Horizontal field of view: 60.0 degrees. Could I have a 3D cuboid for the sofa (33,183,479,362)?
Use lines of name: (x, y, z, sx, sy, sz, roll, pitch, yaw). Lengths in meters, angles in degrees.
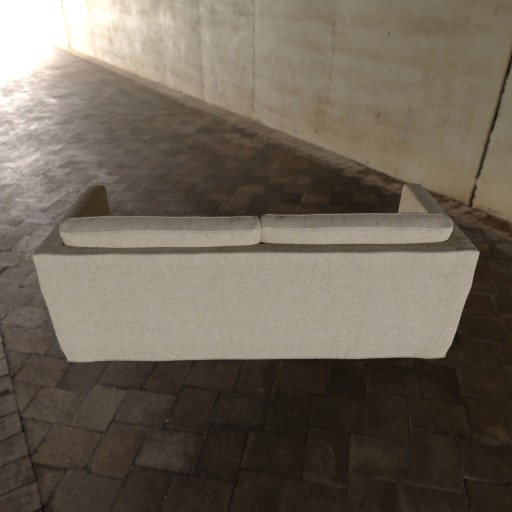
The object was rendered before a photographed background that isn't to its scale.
sofa: (0.000, 0.000, 2.762, 2.296, 0.847, 0.956, 0, 31, -1)
